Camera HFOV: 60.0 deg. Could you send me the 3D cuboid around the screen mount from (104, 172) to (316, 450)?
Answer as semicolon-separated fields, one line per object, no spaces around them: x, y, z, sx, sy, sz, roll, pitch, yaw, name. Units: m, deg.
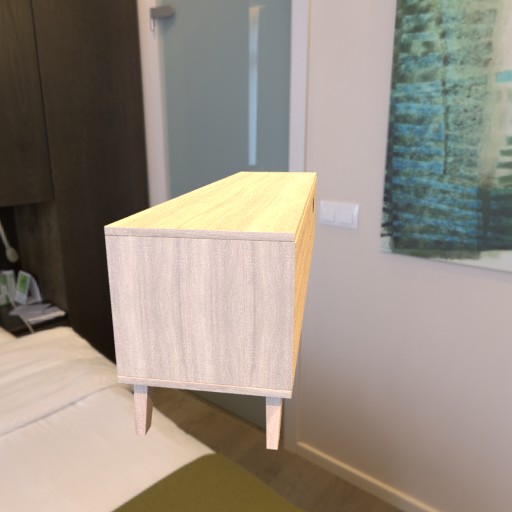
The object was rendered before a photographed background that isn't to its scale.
0.000;0.000;1.669;0.401;0.509;1.500;2;15;9;screen mount
